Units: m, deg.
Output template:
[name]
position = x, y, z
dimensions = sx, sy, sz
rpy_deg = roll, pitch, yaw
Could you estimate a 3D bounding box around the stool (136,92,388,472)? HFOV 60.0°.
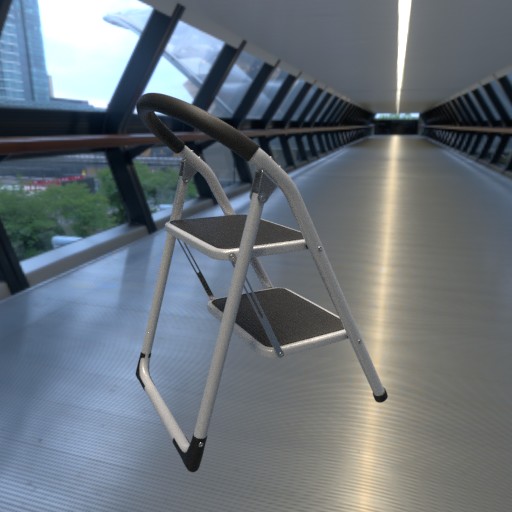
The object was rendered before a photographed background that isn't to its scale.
[stool]
position = 0.000, 0.000, 1.128
dimensions = 0.559, 0.760, 0.453
rpy_deg = -8, 17, -28
